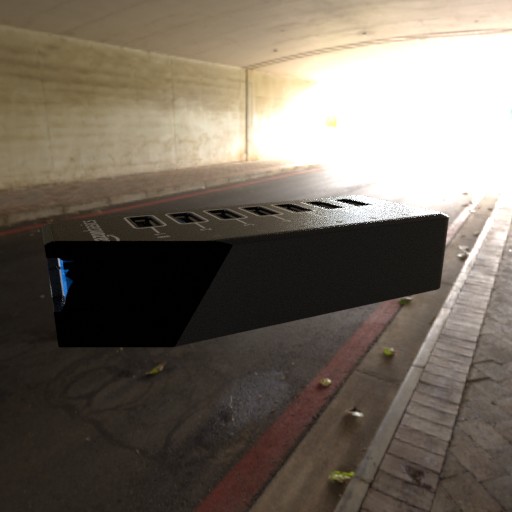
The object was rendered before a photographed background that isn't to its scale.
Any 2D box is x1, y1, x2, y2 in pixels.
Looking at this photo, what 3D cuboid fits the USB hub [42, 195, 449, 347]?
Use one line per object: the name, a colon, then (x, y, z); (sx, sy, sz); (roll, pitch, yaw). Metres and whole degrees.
USB hub: (0.000, 0.000, 0.129); (0.110, 0.023, 0.044); (-8, 18, -25)
